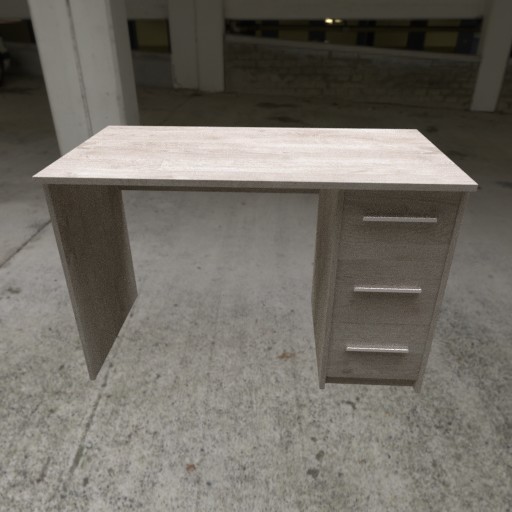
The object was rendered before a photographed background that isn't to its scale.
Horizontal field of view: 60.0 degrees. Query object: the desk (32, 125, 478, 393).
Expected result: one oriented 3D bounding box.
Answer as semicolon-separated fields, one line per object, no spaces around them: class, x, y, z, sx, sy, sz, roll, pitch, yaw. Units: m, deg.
desk;0.000;0.000;1.511;1.097;0.735;0.560;1;29;3
